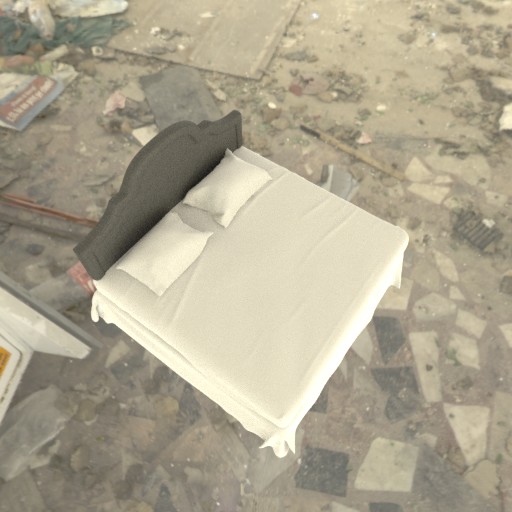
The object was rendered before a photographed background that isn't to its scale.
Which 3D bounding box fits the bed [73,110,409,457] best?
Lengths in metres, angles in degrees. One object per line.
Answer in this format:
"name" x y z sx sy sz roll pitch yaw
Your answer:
"bed" 0.000 0.000 3.772 2.222 1.631 2.303 32 63 19
